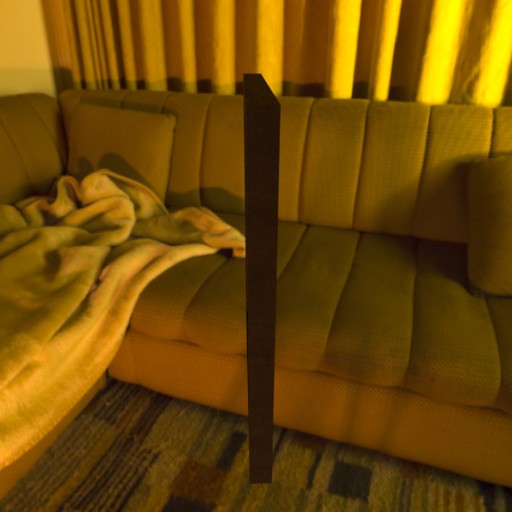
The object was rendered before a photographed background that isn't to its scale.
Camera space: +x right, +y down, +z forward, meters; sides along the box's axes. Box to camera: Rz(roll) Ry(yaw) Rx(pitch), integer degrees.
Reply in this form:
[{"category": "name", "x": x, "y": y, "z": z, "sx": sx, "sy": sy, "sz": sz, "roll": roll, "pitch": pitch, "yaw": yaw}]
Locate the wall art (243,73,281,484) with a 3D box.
[{"category": "wall art", "x": 0.000, "y": 0.000, "z": 0.761, "sx": 0.034, "sy": 0.552, "sz": 0.455, "roll": -1, "pitch": 26, "yaw": -2}]
